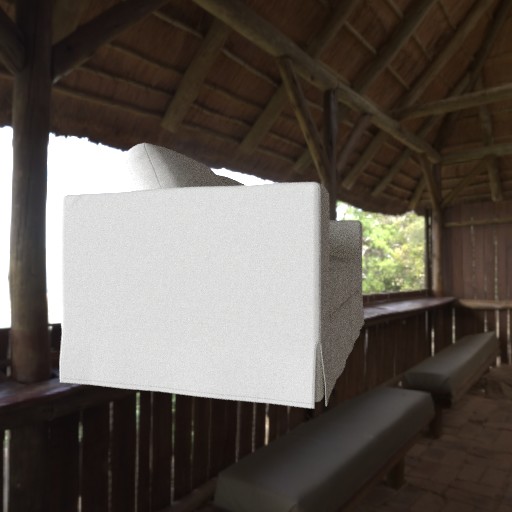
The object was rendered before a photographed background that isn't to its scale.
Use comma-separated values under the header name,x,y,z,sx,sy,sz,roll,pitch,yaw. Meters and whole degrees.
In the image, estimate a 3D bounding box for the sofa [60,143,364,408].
name,x,y,z,sx,sy,sz,roll,pitch,yaw
sofa,0.000,0.000,2.359,1.009,0.932,1.813,0,0,17
